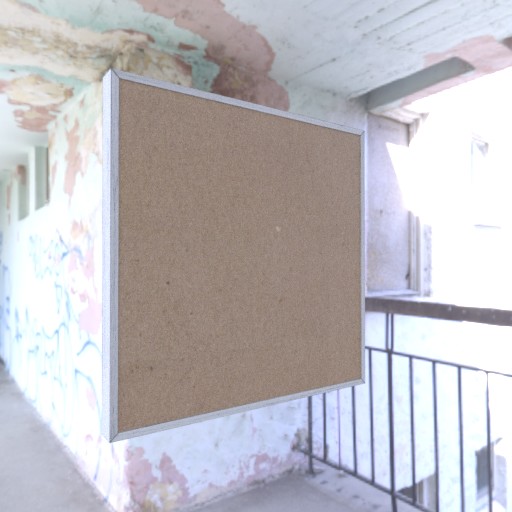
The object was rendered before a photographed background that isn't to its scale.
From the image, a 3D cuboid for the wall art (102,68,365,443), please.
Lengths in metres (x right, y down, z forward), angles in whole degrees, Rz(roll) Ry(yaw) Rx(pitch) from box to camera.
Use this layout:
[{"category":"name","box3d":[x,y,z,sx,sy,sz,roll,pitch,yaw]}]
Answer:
[{"category":"wall art","box3d":[0.000,0.000,0.761,0.508,0.508,0.038,0,-1,-35]}]
